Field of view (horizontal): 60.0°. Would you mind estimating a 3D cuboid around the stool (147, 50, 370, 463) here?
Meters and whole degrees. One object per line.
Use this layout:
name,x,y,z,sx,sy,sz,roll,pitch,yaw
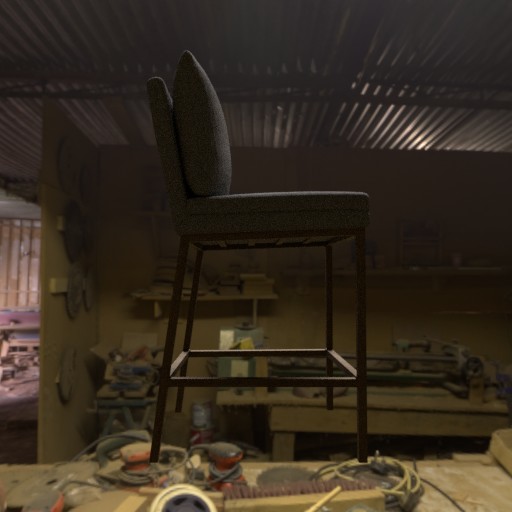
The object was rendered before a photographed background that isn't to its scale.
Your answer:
stool,0.000,0.000,1.322,0.569,1.031,0.463,0,-2,-1
